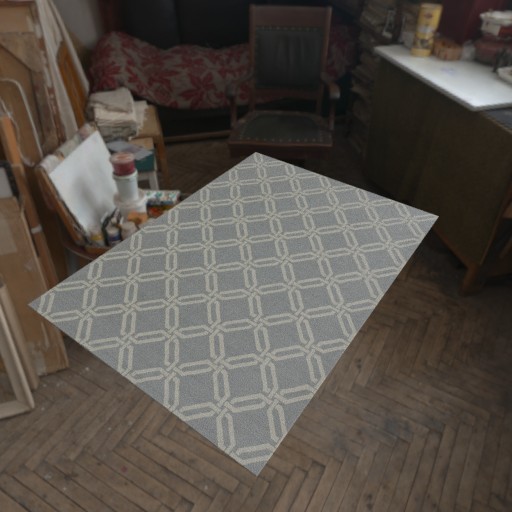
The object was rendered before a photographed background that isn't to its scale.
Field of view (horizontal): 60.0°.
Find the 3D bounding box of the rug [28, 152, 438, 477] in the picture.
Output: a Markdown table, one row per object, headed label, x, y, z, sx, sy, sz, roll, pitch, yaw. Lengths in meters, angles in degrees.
| label | x | y | z | sx | sy | sz | roll | pitch | yaw |
| --- | --- | --- | --- | --- | --- | --- | --- | --- | --- |
| rug | 0.000 | 0.000 | 4.305 | 2.438 | 0.013 | 3.353 | 26 | 47 | 26 |
